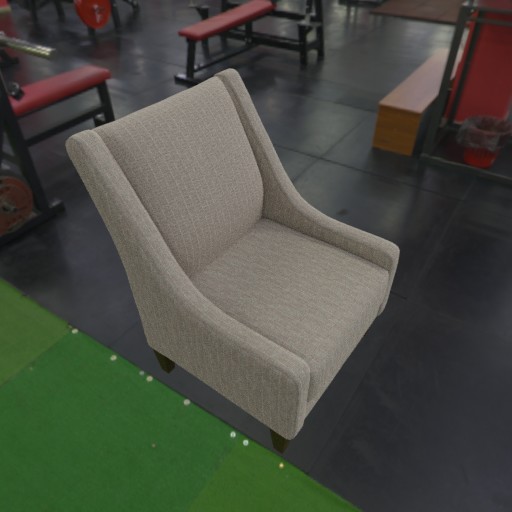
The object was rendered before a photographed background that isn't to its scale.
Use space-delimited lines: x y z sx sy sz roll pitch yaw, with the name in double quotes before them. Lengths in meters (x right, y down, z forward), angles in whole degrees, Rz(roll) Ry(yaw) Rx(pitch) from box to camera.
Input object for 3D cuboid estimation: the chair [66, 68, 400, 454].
"chair" 0.000 0.000 1.645 0.870 1.014 0.774 26 47 27
